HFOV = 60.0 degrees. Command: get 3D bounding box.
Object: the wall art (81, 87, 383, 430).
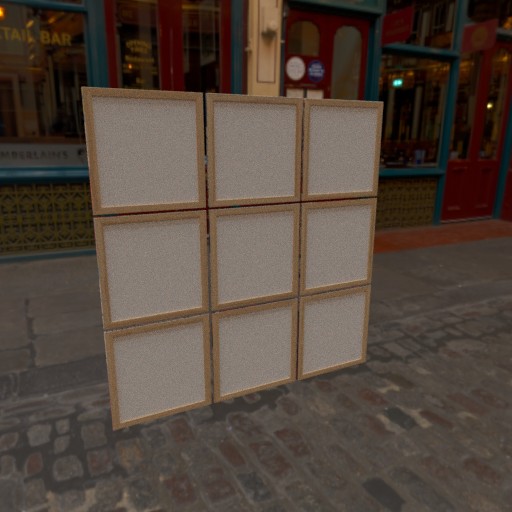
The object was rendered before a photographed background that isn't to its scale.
[{"bbox_3d":[0.000,0.000,1.784,1.206,1.218,0.013,-7,16,-26],"label":"wall art"}]
